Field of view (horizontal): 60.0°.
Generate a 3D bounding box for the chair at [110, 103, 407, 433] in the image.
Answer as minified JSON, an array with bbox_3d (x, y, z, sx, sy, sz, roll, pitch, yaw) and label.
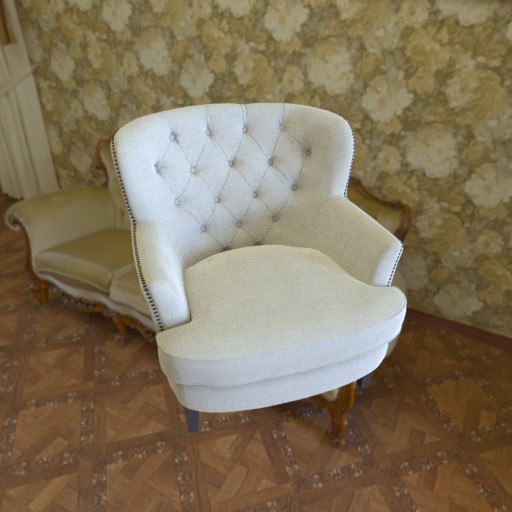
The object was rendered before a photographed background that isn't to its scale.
[{"bbox_3d":[0.000,0.000,1.549,0.848,0.868,0.906,-9,32,-15],"label":"chair"}]
